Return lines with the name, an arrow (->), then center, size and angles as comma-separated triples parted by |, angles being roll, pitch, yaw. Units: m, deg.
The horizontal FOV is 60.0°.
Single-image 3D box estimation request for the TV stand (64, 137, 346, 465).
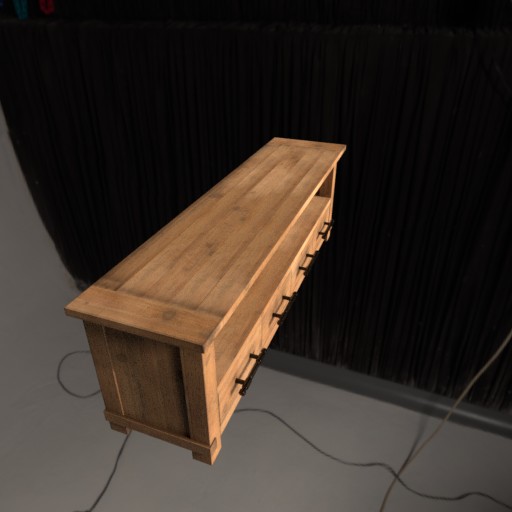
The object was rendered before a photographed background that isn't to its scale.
TV stand -> 0.000, 0.000, 2.028 | 0.453, 0.573, 1.804 | 11, 32, 18
